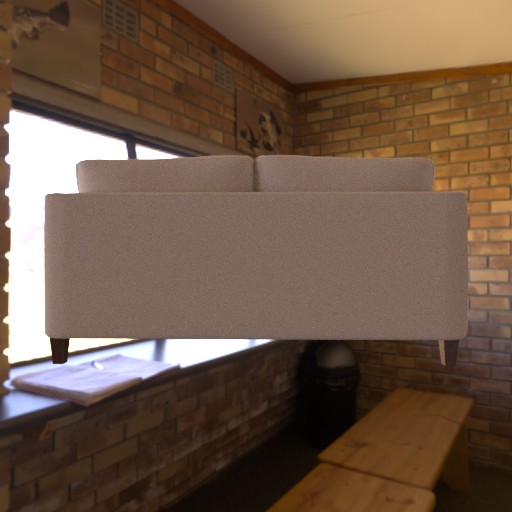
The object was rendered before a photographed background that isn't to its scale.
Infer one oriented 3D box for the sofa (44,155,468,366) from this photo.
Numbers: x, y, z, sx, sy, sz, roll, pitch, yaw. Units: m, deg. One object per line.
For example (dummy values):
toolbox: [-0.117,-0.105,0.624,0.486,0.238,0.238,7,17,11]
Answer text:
sofa: [0.000,0.000,2.193,1.722,0.888,0.873,0,0,1]
